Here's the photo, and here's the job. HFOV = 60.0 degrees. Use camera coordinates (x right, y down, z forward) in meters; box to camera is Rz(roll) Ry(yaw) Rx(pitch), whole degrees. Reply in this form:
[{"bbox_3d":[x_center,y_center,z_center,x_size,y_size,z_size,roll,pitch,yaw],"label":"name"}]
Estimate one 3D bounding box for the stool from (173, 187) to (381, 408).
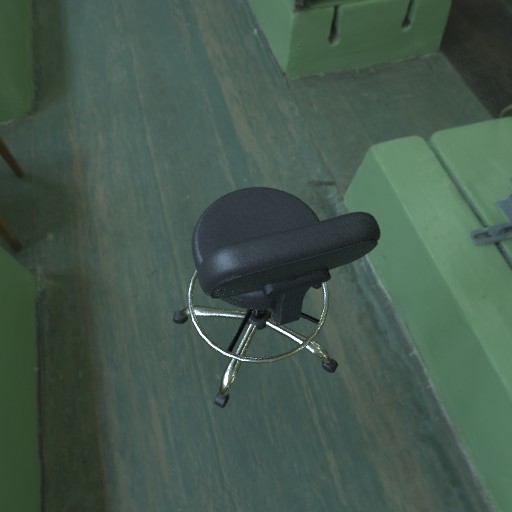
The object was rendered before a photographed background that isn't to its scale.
[{"bbox_3d":[0.000,0.000,1.481,0.694,1.069,0.658,-15,60,-9],"label":"stool"}]
